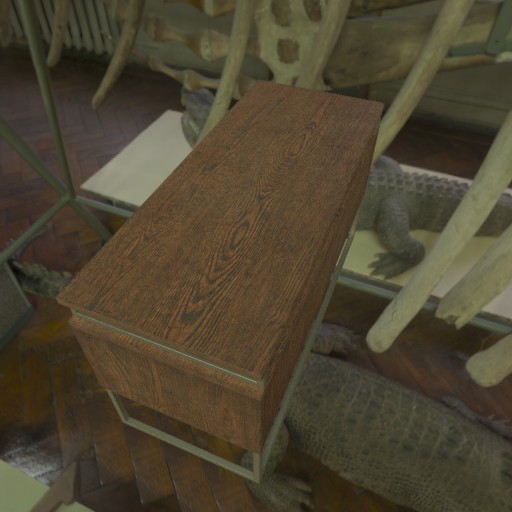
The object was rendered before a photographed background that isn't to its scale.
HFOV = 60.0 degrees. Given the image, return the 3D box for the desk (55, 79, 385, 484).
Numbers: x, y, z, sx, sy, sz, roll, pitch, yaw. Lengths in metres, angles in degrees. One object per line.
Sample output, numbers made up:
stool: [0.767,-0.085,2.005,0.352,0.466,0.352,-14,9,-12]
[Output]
desk: [0.000,0.000,1.809,0.610,0.792,1.384,17,48,16]
